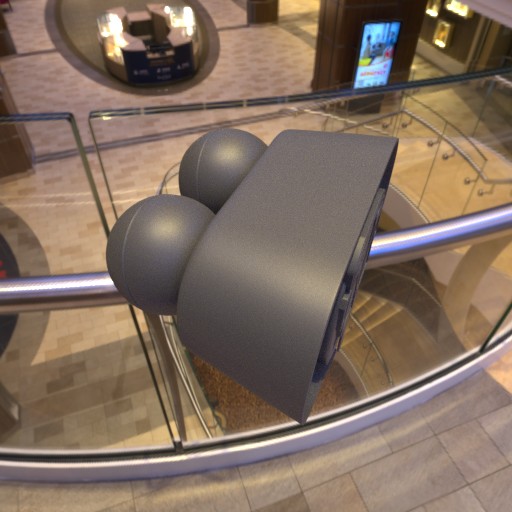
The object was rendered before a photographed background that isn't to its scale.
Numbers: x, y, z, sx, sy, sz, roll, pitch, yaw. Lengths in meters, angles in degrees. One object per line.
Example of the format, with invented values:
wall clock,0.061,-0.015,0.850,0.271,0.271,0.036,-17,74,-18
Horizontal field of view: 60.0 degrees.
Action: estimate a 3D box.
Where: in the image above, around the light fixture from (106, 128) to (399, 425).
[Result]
light fixture,0.000,0.000,0.340,0.159,0.159,0.229,17,48,16
